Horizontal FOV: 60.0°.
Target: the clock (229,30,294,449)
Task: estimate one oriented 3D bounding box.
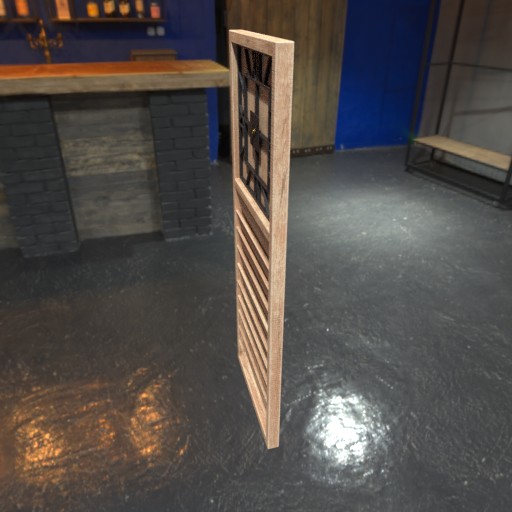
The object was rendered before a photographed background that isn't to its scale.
[{"bbox_3d":[0.000,0.000,1.079,0.030,0.965,0.361,-7,31,-13],"label":"clock"}]
